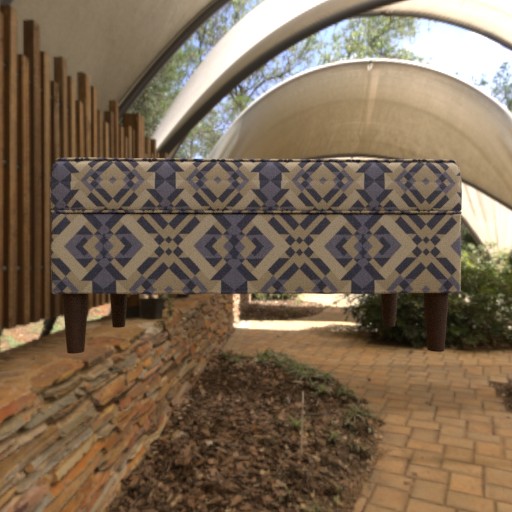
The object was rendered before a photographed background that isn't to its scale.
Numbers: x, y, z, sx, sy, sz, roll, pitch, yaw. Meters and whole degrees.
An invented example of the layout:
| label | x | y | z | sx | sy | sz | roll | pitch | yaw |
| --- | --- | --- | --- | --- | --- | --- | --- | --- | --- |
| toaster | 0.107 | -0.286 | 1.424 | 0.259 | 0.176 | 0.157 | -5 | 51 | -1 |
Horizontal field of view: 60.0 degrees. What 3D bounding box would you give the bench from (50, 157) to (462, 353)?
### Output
| label | x | y | z | sx | sy | sz | roll | pitch | yaw |
| --- | --- | --- | --- | --- | --- | --- | --- | --- | --- |
| bench | 0.000 | 0.000 | 1.307 | 1.016 | 0.477 | 0.492 | 0 | 1 | -1 |
